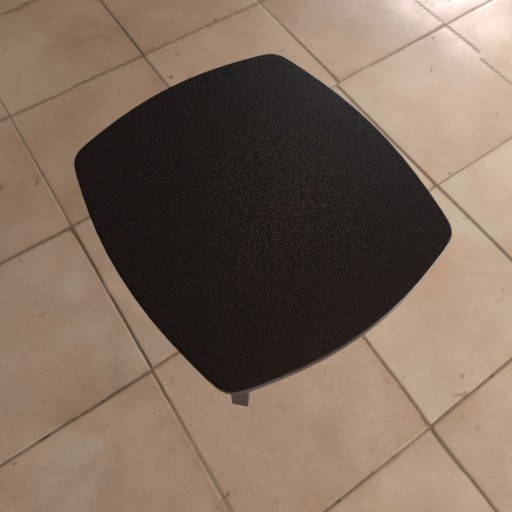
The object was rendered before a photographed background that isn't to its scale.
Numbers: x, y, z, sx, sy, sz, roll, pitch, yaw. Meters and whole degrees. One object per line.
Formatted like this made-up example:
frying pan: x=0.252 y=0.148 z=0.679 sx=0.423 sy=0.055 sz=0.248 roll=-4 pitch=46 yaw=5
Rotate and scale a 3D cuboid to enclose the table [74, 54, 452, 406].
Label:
table: x=0.000 y=0.000 z=0.865 sx=0.457 sy=0.457 sz=0.508 roll=-33 pitch=70 yaw=-14
